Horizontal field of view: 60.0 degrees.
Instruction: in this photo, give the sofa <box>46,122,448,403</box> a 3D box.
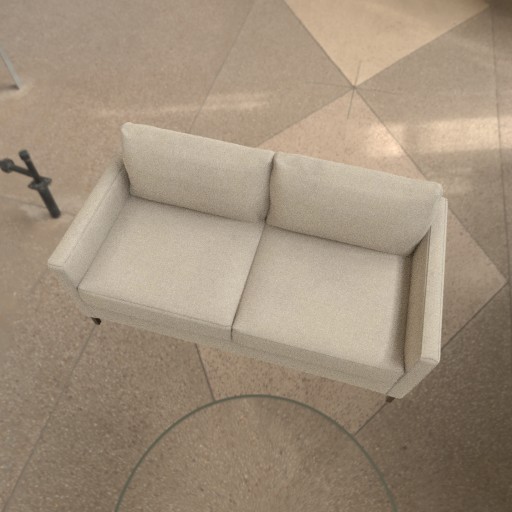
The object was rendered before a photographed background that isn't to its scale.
[{"bbox_3d":[0.000,0.000,2.160,1.682,0.840,0.875,13,58,8],"label":"sofa"}]
